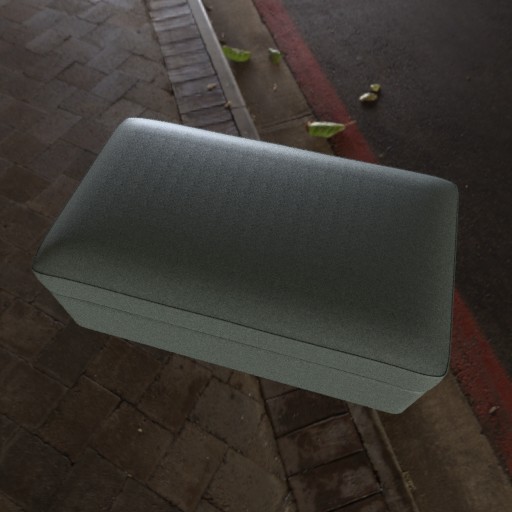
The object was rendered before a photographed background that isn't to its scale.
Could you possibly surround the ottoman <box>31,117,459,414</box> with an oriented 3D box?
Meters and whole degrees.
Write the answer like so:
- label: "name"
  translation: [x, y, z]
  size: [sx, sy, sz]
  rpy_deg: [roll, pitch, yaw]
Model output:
- label: "ottoman"
  translation: [0.000, 0.000, 1.499]
  size: [1.173, 0.494, 0.681]
  rpy_deg: [14, 59, 8]
